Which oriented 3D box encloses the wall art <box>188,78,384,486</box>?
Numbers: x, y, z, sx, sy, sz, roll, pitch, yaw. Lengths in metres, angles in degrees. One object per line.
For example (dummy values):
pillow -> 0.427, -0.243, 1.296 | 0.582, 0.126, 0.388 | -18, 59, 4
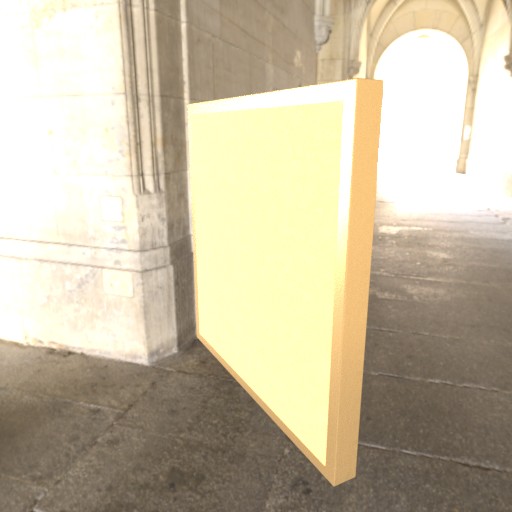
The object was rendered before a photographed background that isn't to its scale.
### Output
wall art -> 0.000, 0.000, 0.448 | 0.023, 0.305, 0.305 | -8, 18, -27
